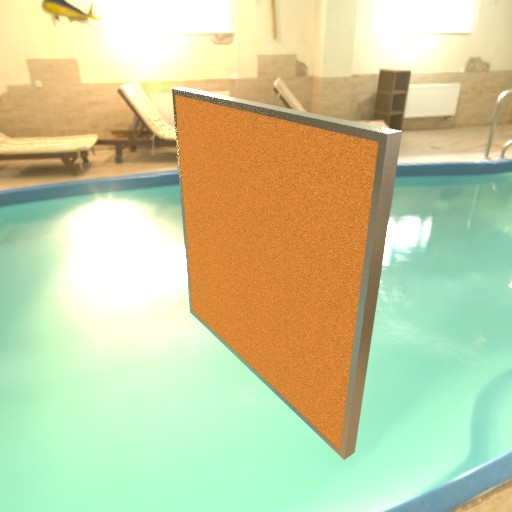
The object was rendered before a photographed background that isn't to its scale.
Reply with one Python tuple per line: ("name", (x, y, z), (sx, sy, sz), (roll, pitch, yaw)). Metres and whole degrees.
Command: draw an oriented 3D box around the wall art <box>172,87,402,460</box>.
("wall art", (0.000, 0.000, 1.230), (0.038, 0.806, 0.806), (-18, 32, -32))
